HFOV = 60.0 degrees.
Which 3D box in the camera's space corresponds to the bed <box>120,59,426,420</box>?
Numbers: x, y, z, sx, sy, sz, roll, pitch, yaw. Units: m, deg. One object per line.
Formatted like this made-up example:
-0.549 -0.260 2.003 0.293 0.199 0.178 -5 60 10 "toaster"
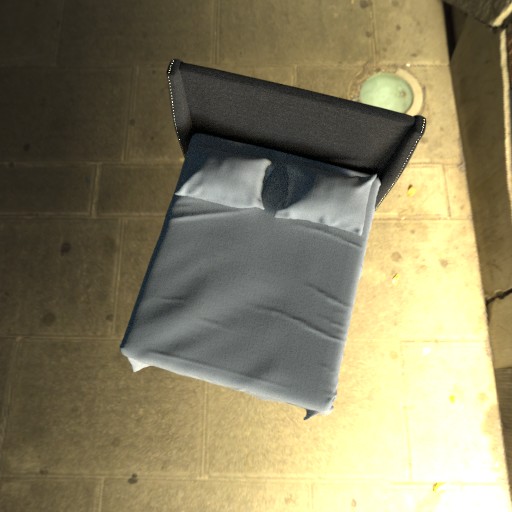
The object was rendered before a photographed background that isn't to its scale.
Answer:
0.000 0.000 3.530 1.925 1.332 2.276 15 75 4 "bed"
